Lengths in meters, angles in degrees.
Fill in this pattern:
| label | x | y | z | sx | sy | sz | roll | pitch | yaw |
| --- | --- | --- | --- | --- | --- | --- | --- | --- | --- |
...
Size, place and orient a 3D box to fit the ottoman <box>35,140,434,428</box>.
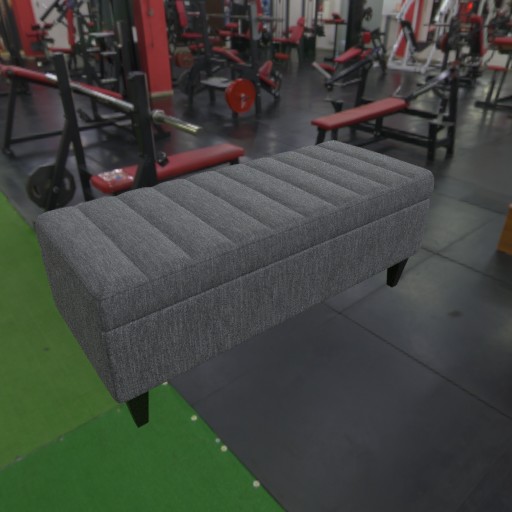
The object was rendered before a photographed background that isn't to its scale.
| label | x | y | z | sx | sy | sz | roll | pitch | yaw |
| --- | --- | --- | --- | --- | --- | --- | --- | --- | --- |
| ottoman | 0.000 | 0.000 | 1.419 | 1.151 | 0.469 | 0.482 | -22 | 37 | -31 |
